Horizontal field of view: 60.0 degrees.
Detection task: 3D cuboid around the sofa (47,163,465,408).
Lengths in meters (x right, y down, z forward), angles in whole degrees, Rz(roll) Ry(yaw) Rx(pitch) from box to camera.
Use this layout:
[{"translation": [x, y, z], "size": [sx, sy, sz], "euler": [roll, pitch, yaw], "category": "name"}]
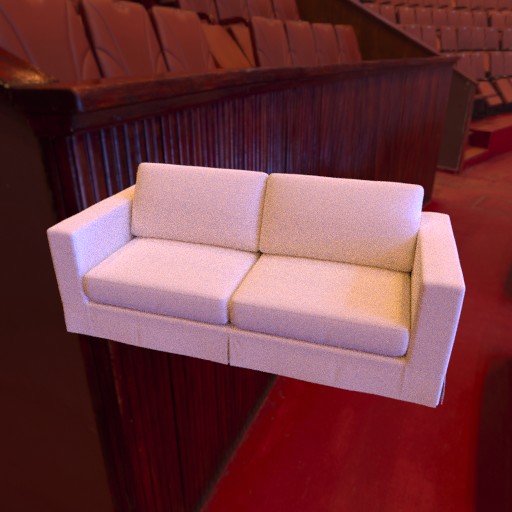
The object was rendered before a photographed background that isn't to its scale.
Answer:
[{"translation": [0.000, 0.000, 2.629], "size": [2.163, 0.881, 0.954], "euler": [8, 27, 16], "category": "sofa"}]
